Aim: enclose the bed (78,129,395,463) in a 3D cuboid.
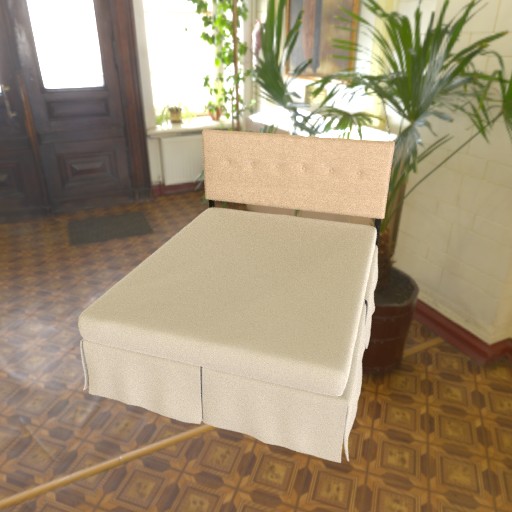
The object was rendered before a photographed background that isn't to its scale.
[{"bbox_3d":[0.000,0.000,3.040,1.643,1.270,1.978,8,28,16],"label":"bed"}]
